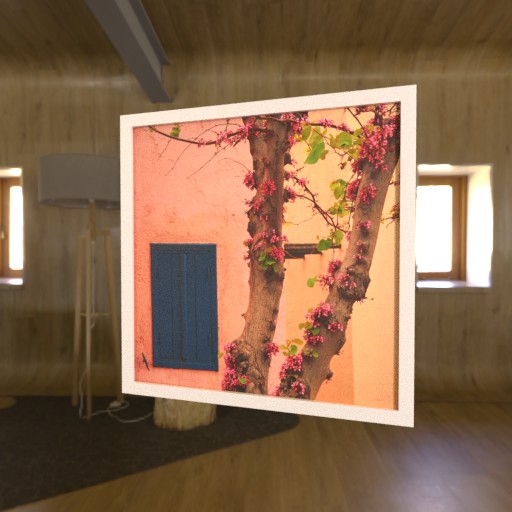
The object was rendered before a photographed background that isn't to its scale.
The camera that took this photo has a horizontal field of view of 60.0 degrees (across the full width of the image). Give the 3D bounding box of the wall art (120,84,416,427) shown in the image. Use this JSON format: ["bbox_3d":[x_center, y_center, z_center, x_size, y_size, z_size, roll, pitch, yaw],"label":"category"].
[{"bbox_3d":[0.000,0.000,0.753,0.507,0.508,0.038,0,1,18],"label":"wall art"}]
